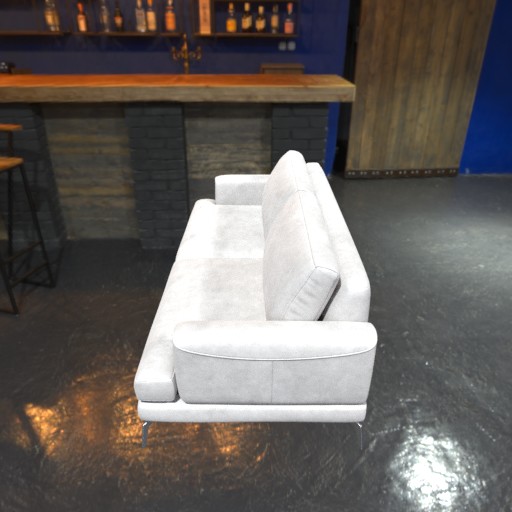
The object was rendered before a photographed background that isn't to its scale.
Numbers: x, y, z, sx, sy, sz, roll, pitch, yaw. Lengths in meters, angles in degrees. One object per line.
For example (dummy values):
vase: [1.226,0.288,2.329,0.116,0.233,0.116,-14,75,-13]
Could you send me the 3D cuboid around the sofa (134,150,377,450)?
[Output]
sofa: [0.000,0.000,2.592,0.980,0.830,2.013,0,28,0]
